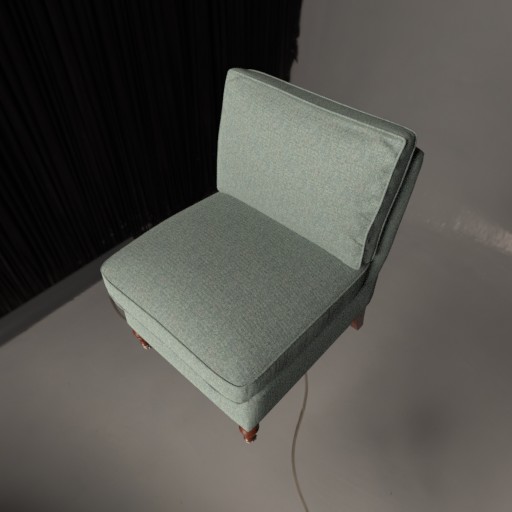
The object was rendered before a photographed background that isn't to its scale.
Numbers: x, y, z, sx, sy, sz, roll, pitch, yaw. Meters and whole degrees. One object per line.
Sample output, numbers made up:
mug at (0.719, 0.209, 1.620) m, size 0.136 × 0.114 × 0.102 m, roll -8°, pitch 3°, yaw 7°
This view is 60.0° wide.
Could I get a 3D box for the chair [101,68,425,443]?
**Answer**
chair at (0.000, 0.000, 1.415) m, size 0.624 × 0.901 × 0.796 m, roll 33°, pitch 55°, yaw 28°
